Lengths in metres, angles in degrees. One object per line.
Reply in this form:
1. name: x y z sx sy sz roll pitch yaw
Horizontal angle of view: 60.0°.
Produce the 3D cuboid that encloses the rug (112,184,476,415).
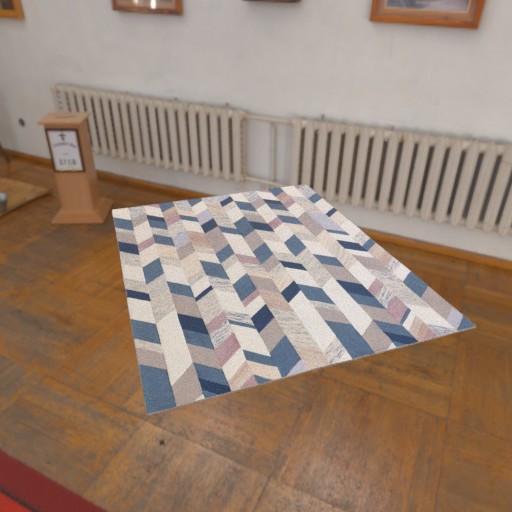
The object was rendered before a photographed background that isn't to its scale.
1. rug: 0.000 0.000 4.202 2.451 0.011 3.072 -10 32 -16
